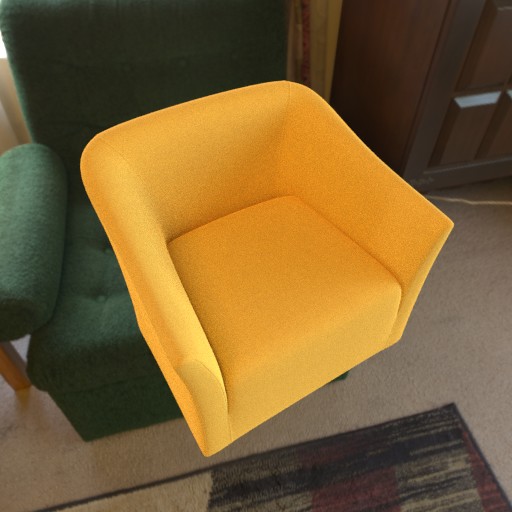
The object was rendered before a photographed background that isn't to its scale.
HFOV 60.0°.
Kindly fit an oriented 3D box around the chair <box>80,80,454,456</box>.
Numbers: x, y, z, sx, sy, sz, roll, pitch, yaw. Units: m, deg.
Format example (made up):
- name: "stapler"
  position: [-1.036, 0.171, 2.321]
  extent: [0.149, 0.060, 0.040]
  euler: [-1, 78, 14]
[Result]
- name: "chair"
  position: [0.000, 0.000, 1.345]
  extent: [0.790, 0.720, 0.700]
  euler: [-24, 51, -21]
